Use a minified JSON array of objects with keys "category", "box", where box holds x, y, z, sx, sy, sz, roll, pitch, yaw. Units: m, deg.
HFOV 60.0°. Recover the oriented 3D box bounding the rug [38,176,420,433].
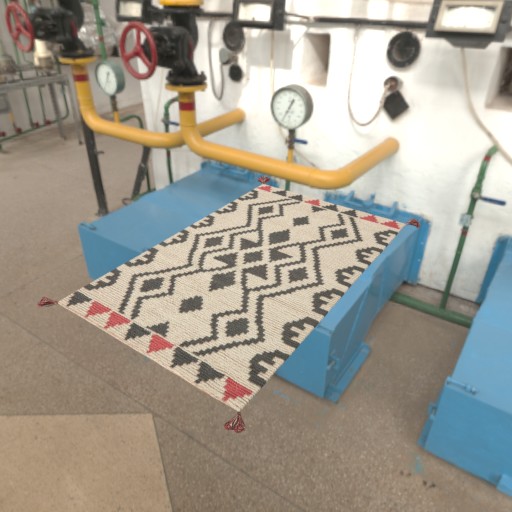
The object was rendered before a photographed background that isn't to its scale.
[{"category":"rug","box":[0.000,0.000,3.413,1.741,0.066,2.672,21,38,29]}]
